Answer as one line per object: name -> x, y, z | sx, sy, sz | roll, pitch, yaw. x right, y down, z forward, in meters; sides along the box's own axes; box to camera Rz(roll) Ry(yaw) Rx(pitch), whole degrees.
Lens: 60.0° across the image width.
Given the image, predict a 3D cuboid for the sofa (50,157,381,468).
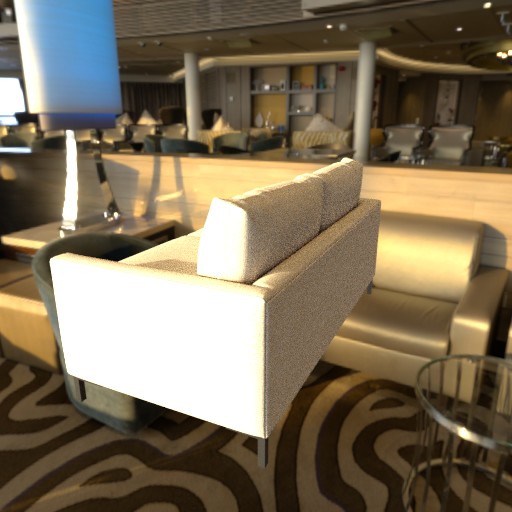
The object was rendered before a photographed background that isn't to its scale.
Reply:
sofa -> 0.000, 0.000, 2.084 | 0.839, 0.812, 1.651 | 8, 19, 24
